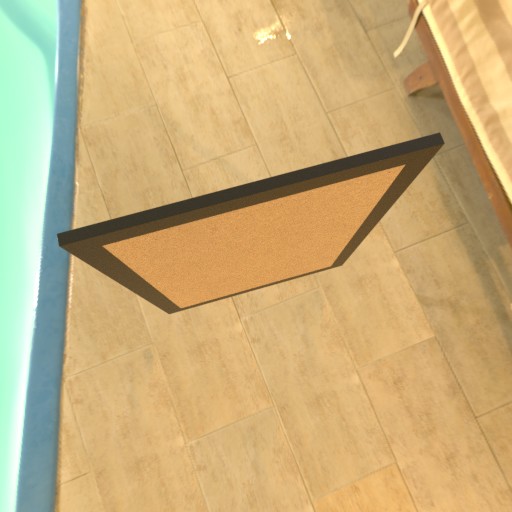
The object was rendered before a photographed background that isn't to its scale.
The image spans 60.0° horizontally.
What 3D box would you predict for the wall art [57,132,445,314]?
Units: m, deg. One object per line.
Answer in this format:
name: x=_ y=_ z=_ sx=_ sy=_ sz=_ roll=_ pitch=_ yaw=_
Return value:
wall art: x=0.000 y=0.000 z=0.680 sx=0.381 sy=0.534 sz=0.013 roll=-15 pitch=76 yaw=-4
